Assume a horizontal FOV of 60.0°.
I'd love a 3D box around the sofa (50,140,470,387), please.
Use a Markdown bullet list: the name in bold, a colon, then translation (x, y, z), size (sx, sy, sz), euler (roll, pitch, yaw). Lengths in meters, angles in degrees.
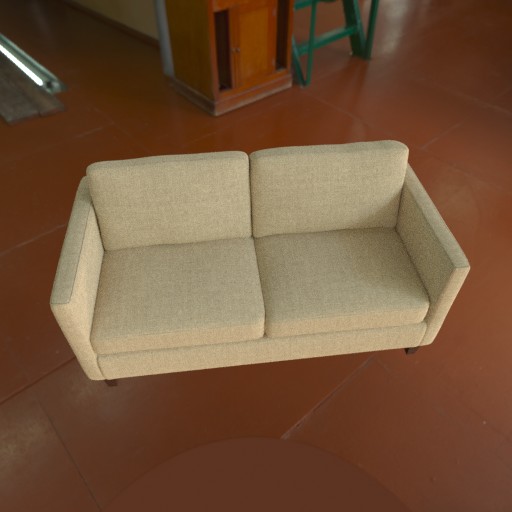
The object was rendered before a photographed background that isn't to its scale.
- **sofa**: translation (0.000, 0.000, 2.423), size (1.884, 0.963, 0.950), euler (-5, 46, -5)
